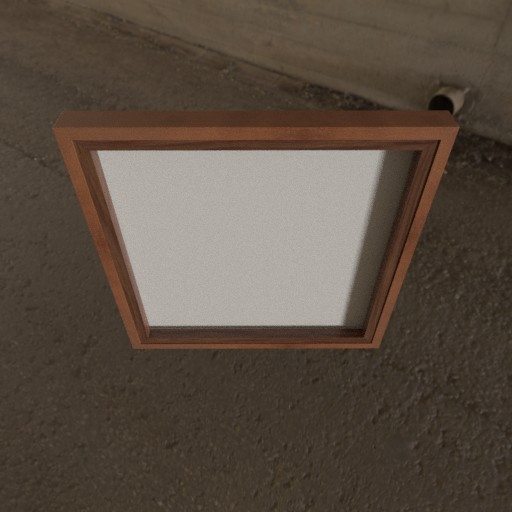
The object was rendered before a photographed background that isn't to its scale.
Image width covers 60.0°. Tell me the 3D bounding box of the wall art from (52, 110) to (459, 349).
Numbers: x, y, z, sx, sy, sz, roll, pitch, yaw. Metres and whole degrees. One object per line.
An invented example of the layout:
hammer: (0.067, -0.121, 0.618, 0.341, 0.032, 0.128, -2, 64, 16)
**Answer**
wall art: (0.000, 0.000, 0.595, 0.403, 0.403, 0.035, 0, 46, 0)
